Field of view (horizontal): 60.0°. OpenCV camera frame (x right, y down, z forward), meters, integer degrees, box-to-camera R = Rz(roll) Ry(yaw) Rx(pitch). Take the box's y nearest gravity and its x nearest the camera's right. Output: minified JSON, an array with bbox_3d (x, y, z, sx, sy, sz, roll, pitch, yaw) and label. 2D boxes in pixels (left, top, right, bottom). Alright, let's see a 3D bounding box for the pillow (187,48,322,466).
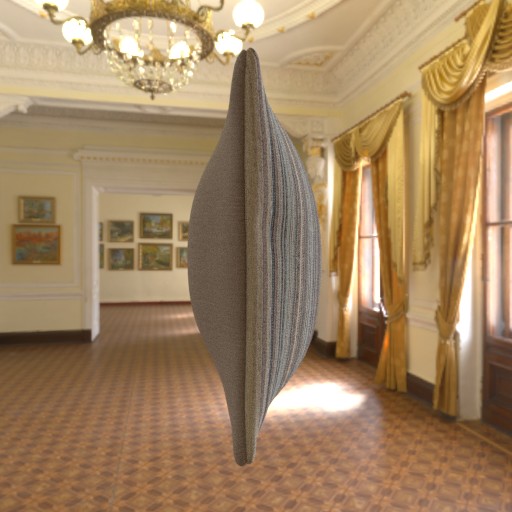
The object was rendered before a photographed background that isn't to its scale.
[{"bbox_3d":[0.000,0.000,0.650,0.189,0.416,0.435,0,0,0],"label":"pillow"}]
